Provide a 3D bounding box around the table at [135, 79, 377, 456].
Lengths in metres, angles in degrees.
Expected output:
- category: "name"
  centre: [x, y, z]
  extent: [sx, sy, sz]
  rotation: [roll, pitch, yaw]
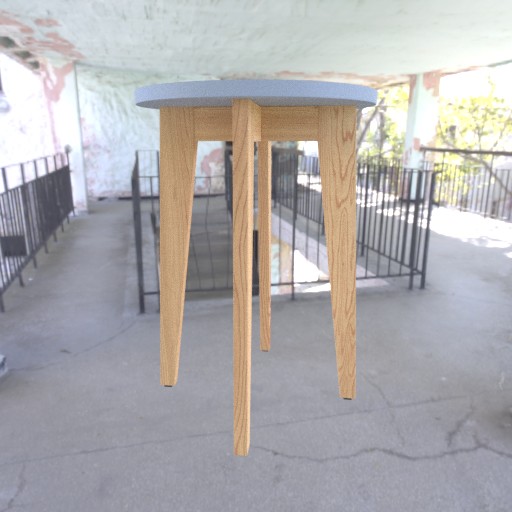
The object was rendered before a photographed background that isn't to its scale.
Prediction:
- category: "table"
  centre: [0.000, 0.000, 0.725]
  extent: [0.350, 0.500, 0.350]
  rotation: [0, 15, 0]
